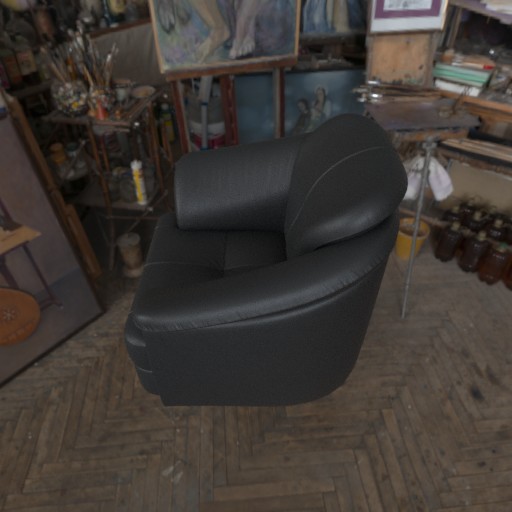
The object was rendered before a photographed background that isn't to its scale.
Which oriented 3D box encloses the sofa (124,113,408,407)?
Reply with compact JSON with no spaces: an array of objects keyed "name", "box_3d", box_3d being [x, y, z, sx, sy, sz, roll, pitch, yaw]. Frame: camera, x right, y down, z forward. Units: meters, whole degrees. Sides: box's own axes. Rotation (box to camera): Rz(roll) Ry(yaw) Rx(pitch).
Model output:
[{"name":"sofa","box_3d":[0.000,0.000,1.492,0.794,0.811,0.870,1,41,1]}]
